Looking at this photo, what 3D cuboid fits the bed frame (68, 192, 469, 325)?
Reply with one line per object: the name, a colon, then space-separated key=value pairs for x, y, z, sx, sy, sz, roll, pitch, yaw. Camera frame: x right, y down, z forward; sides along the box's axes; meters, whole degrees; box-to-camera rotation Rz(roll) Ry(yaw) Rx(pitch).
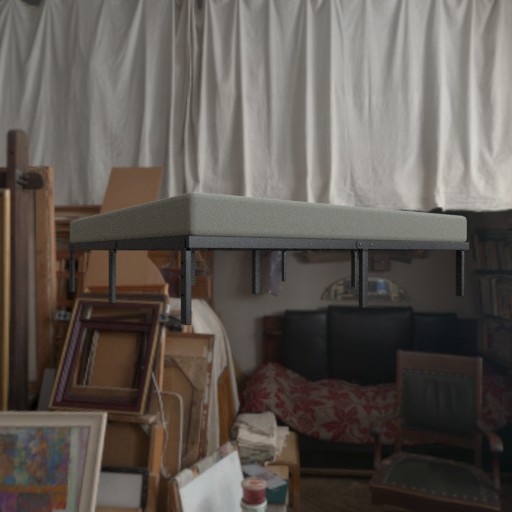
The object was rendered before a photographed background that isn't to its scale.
bed frame: x=0.000 y=0.000 z=3.994 sx=2.635 sy=0.680 sz=2.526 roll=0 pitch=1 yaw=-36
